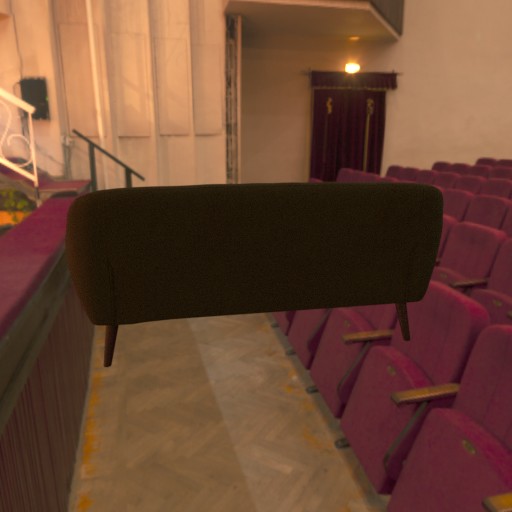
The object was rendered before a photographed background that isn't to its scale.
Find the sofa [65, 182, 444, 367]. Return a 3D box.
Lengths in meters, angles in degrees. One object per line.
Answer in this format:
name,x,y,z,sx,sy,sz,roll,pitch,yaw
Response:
sofa,0.000,0.000,2.329,1.840,0.836,0.820,-3,15,-10
